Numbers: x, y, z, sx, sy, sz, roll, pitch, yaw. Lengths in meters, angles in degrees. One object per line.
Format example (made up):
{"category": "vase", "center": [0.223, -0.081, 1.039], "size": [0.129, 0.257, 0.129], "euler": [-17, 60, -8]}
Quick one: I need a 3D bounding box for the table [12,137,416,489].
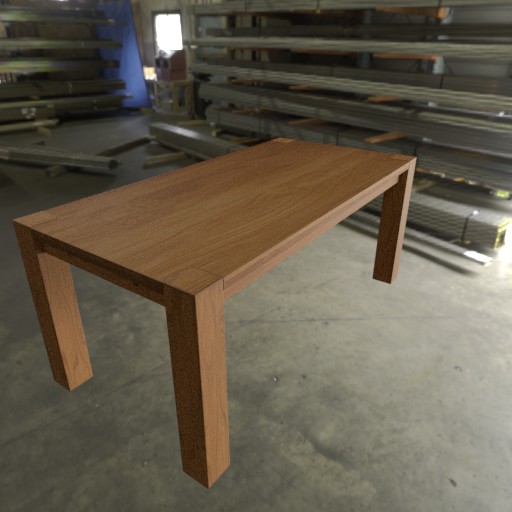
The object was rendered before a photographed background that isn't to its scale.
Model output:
{"category": "table", "center": [0.000, 0.000, 2.205], "size": [0.900, 0.760, 1.800], "euler": [18, 31, 31]}
